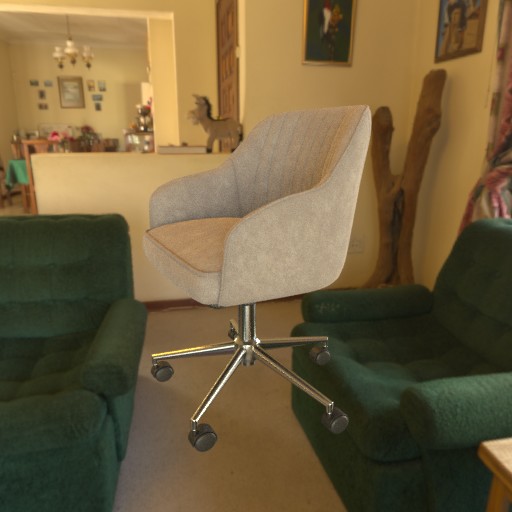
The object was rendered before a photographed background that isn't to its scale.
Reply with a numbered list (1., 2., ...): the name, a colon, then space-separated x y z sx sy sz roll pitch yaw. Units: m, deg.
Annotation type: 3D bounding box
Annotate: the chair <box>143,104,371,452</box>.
1. chair: 0.000 0.000 1.280 0.573 0.831 0.635 -8 17 -26
